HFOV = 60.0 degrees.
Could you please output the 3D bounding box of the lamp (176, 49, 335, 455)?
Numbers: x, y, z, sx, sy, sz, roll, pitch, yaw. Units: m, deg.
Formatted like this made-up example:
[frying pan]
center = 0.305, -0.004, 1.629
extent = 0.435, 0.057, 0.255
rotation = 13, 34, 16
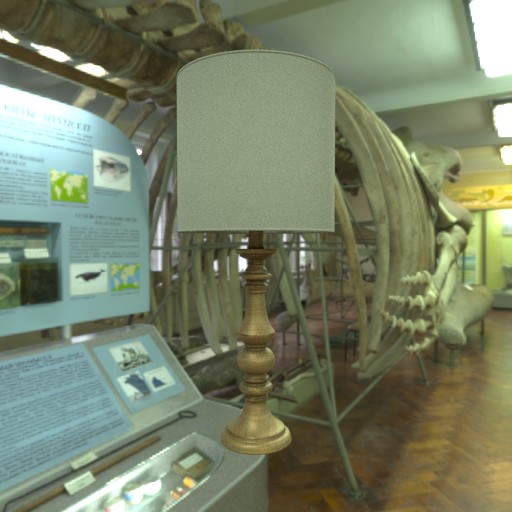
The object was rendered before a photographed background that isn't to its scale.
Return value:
[lamp]
center = 0.000, 0.000, 0.717
extent = 0.250, 0.597, 0.250
rotation = 0, 2, 0
